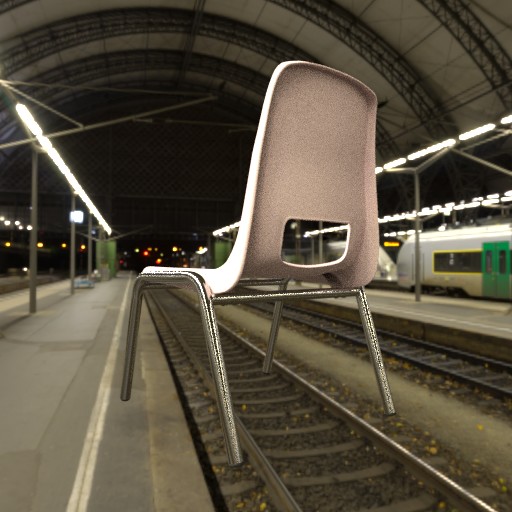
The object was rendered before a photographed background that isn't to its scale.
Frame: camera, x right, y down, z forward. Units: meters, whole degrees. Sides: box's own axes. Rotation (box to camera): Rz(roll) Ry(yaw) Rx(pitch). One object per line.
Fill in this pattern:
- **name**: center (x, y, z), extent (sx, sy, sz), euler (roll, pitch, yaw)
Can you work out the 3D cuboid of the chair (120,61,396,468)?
- **chair**: center (0.000, 0.000, 0.784), extent (0.354, 0.537, 0.385), euler (1, -1, -37)
